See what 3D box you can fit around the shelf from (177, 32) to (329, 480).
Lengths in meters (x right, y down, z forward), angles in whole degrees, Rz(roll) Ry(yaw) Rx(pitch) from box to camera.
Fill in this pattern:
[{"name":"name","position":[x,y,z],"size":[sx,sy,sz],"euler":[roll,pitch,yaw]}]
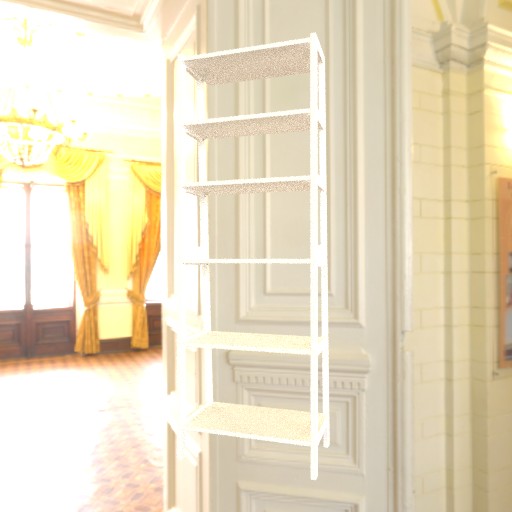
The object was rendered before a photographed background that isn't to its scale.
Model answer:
[{"name":"shelf","position":[0.000,0.000,2.153],"size":[0.660,1.892,0.381],"euler":[0,0,18]}]
